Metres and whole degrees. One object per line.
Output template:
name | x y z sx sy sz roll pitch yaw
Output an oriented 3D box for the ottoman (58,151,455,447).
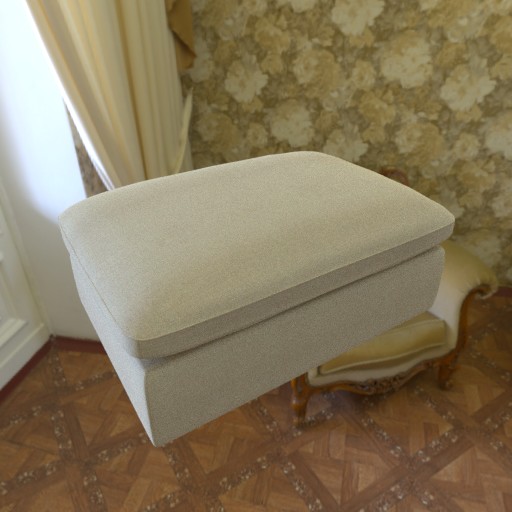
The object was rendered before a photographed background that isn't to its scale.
ottoman | 0.000 0.000 1.347 0.984 0.453 0.686 -19 36 -27
